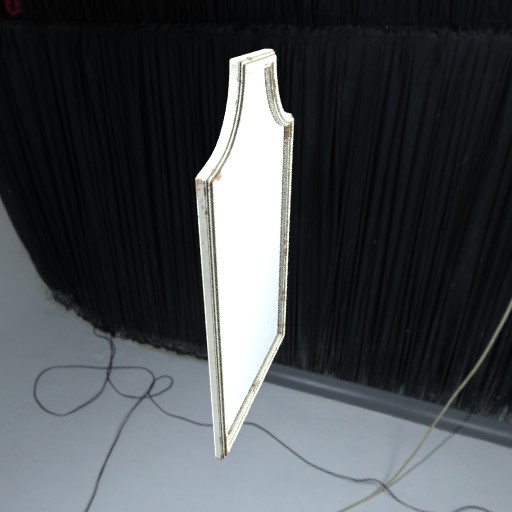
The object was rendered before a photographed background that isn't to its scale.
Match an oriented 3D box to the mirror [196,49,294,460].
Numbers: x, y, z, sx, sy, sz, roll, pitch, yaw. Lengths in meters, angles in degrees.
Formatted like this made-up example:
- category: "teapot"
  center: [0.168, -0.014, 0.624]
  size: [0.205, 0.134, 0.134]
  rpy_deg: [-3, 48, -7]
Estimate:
- category: "mirror"
  center: [0.000, 0.000, 0.861]
  size: [0.022, 0.717, 0.403]
  rpy_deg: [11, 32, 17]
